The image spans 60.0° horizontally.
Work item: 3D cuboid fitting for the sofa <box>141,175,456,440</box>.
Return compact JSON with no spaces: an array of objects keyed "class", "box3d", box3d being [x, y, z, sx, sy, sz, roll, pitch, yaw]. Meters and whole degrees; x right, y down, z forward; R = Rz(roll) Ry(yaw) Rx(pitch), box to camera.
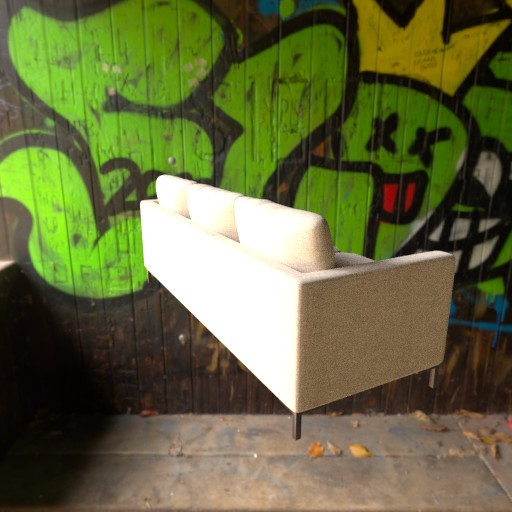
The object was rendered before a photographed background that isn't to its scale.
[{"class":"sofa","box3d":[0.000,0.000,2.744,0.859,0.874,2.218,-8,18,-27]}]
